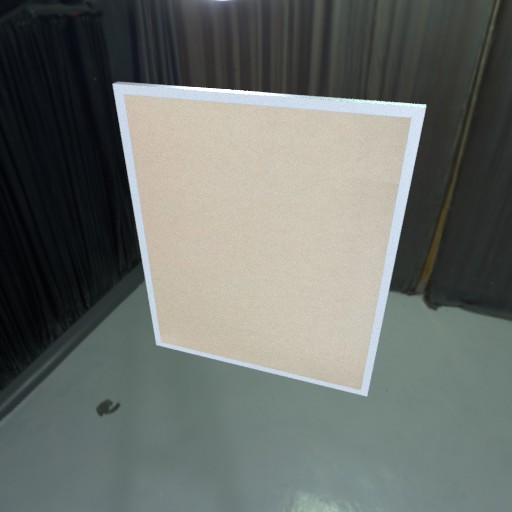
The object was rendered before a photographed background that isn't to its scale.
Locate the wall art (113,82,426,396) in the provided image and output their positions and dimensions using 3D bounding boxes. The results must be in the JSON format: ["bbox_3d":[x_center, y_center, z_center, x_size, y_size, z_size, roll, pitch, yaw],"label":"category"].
[{"bbox_3d":[0.000,0.000,0.646,0.382,0.456,0.013,10,34,15],"label":"wall art"}]
